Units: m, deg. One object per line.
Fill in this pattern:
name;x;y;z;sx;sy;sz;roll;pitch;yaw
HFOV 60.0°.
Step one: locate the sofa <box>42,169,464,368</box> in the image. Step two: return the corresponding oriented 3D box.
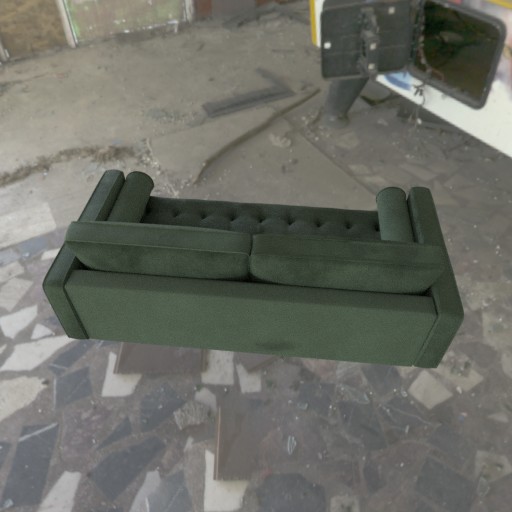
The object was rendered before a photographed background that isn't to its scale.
sofa;0.000;0.000;2.350;1.880;0.772;0.916;4;47;4
